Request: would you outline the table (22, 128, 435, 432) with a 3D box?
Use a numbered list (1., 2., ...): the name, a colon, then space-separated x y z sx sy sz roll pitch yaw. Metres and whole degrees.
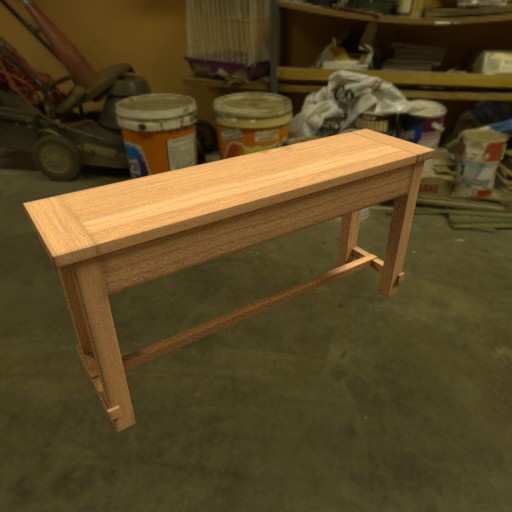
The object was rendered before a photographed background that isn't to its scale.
1. table: 0.000 0.000 1.902 1.599 0.762 0.442 -19 36 -29
